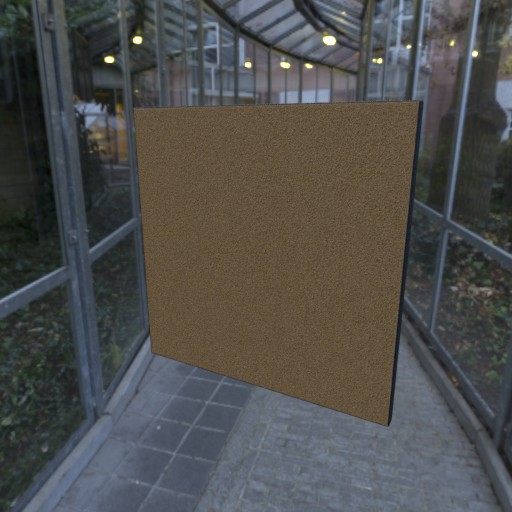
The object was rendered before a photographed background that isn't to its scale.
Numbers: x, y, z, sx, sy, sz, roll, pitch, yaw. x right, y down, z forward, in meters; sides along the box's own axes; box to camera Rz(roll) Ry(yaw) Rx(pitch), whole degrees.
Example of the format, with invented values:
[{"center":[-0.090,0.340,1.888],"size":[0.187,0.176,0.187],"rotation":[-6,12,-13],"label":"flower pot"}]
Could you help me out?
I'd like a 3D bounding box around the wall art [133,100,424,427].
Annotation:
[{"center":[0.000,0.000,0.700],"size":[0.456,0.453,0.022],"rotation":[9,19,28],"label":"wall art"}]
